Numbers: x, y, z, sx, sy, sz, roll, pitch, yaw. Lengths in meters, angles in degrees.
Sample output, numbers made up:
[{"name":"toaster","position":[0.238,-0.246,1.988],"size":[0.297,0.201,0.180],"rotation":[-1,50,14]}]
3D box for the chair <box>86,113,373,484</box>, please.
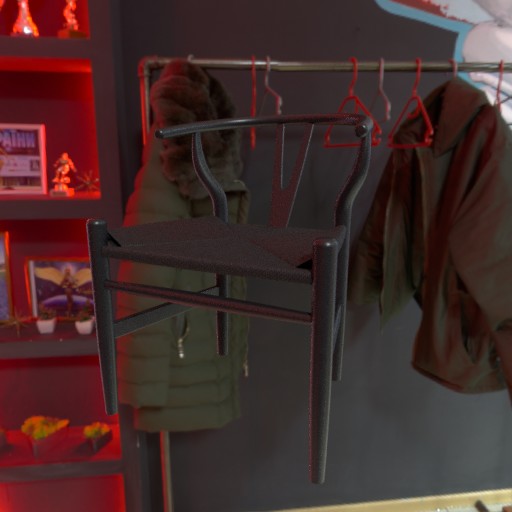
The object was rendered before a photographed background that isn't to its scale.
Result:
[{"name":"chair","position":[0.000,0.000,1.130],"size":[0.569,0.730,0.579],"rotation":[6,15,25]}]
